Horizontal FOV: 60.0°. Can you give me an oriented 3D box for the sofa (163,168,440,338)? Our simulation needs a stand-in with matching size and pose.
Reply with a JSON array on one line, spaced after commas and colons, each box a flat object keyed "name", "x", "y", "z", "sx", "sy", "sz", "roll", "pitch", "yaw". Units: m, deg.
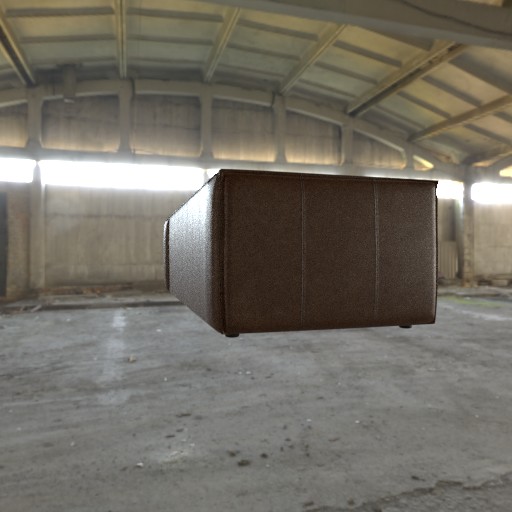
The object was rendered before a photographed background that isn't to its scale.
[{"name": "sofa", "x": 0.000, "y": 0.000, "z": 3.105, "sx": 1.102, "sy": 0.701, "sz": 2.581, "roll": 0, "pitch": 0, "yaw": -16}]
